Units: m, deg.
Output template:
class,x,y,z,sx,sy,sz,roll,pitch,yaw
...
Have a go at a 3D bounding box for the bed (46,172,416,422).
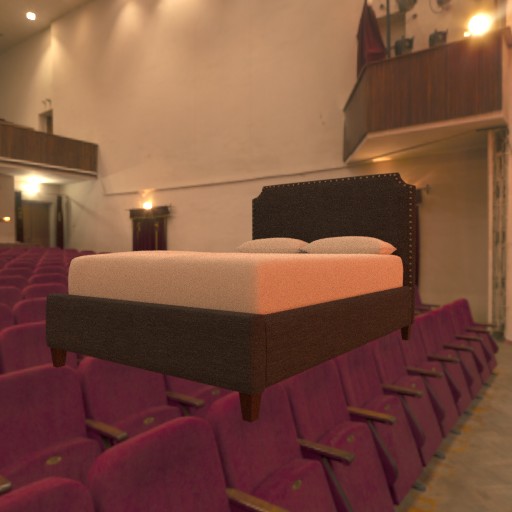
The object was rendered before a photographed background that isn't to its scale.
class,x,y,z,sx,sy,sz,roll,pitch,yaw
bed,0.000,0.000,3.357,1.713,1.443,2.372,1,1,36
